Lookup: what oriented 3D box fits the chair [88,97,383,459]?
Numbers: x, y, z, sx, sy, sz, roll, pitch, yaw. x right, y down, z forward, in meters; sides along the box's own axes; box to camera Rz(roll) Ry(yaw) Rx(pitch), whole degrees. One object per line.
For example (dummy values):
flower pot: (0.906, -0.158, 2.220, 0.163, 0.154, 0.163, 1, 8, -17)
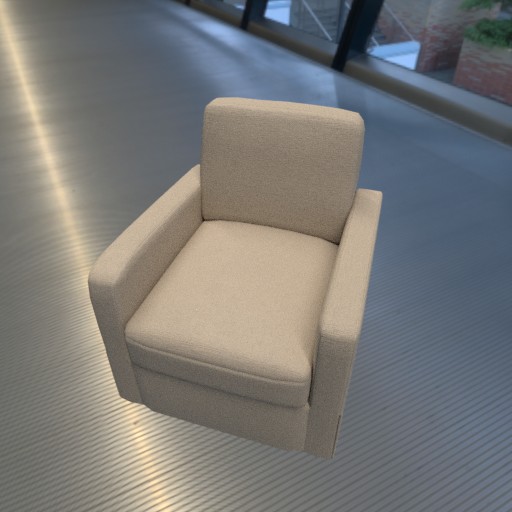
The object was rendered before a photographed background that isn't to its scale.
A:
chair: (0.000, 0.000, 1.503, 0.755, 0.827, 0.888, 11, 40, 13)
